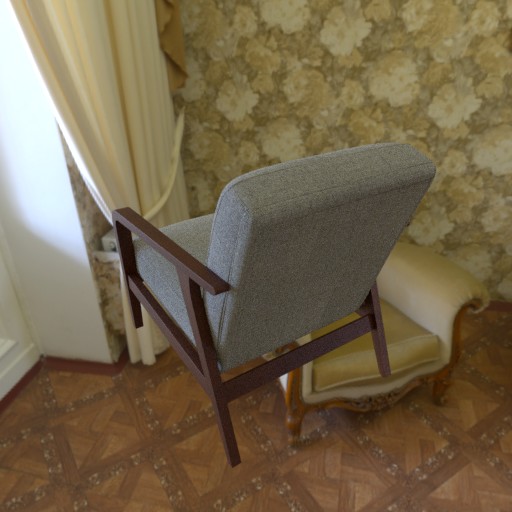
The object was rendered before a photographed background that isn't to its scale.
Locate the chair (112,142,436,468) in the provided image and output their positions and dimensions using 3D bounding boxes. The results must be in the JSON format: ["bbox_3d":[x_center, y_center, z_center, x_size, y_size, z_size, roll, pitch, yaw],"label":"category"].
[{"bbox_3d":[0.000,0.000,1.491,0.704,0.847,0.858,-18,34,-29],"label":"chair"}]
